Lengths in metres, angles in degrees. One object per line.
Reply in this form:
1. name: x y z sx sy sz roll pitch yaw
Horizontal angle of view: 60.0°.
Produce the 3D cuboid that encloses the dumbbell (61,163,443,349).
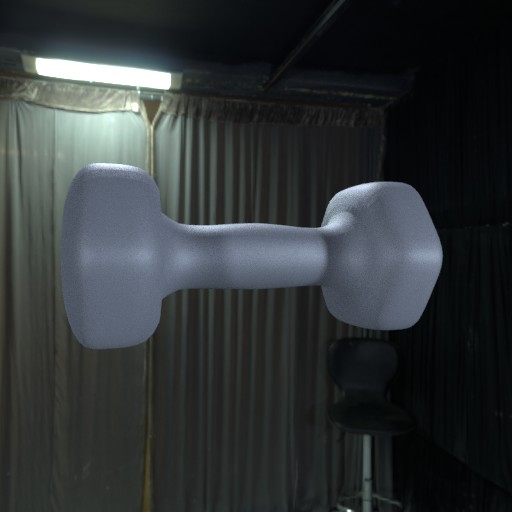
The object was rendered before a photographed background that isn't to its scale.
1. dumbbell: 0.000 0.000 0.299 0.240 0.105 0.116 0 0 -19
